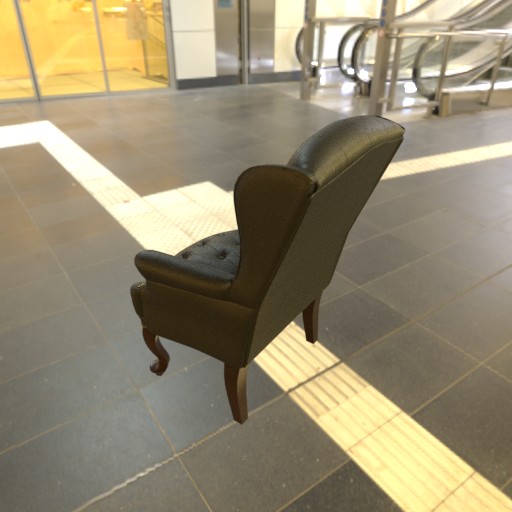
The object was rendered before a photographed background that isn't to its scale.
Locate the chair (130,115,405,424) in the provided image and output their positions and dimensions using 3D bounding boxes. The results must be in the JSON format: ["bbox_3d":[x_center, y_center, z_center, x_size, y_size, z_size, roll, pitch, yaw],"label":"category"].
[{"bbox_3d":[0.000,0.000,1.740,0.822,1.133,0.831,20,36,30],"label":"chair"}]
